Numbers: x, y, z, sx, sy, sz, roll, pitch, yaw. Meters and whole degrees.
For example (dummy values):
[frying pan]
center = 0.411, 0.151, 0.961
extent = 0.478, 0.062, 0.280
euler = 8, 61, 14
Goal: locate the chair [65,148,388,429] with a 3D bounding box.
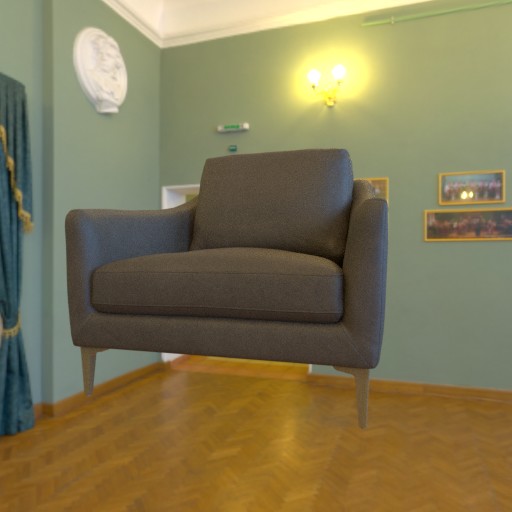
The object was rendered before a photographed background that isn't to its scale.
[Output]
[chair]
center = 0.000, 0.000, 1.693
extent = 0.988, 0.901, 0.961
euler = 0, 0, 18
